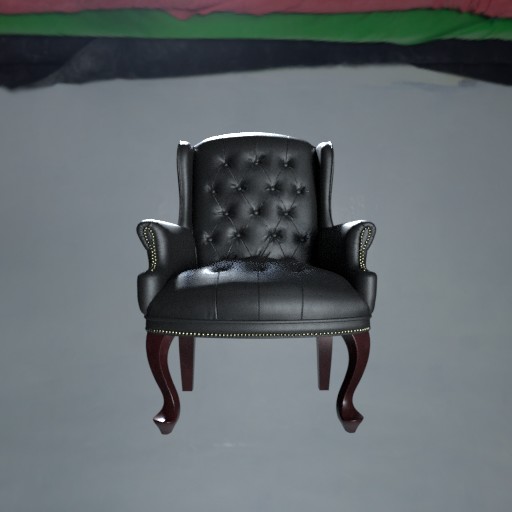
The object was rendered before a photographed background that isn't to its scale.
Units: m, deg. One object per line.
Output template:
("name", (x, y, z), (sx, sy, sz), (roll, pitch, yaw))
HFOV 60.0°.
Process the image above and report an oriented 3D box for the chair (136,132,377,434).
("chair", (0.000, 0.000, 1.739), (0.831, 1.133, 0.822), (0, 1, -1))
